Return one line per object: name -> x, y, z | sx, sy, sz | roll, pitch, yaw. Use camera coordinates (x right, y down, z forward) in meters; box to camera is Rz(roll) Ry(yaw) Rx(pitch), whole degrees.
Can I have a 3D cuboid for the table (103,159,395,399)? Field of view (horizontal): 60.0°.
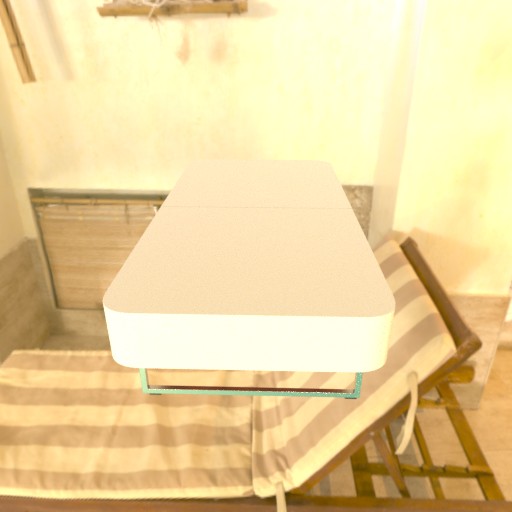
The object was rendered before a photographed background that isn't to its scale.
table -> 0.000, 0.000, 1.466 | 0.600, 0.340, 1.200 | 1, 26, 2
